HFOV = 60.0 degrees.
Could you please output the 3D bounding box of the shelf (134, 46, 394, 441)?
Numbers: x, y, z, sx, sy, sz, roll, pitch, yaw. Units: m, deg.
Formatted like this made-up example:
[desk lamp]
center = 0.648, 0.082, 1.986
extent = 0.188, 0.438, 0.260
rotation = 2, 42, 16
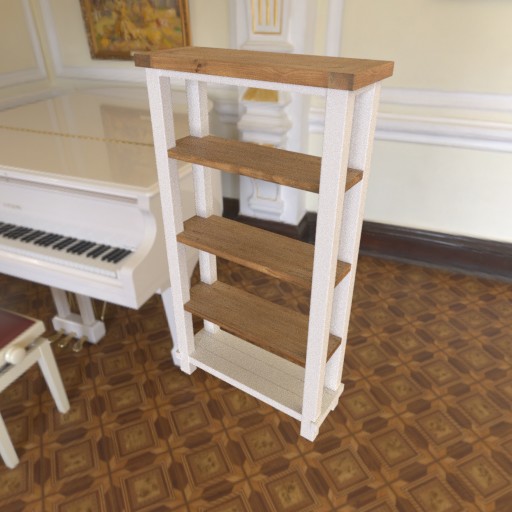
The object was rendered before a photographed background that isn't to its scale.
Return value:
[shelf]
center = 0.000, 0.000, 2.279
extent = 1.022, 1.878, 0.381
rotation = 19, 36, 29
